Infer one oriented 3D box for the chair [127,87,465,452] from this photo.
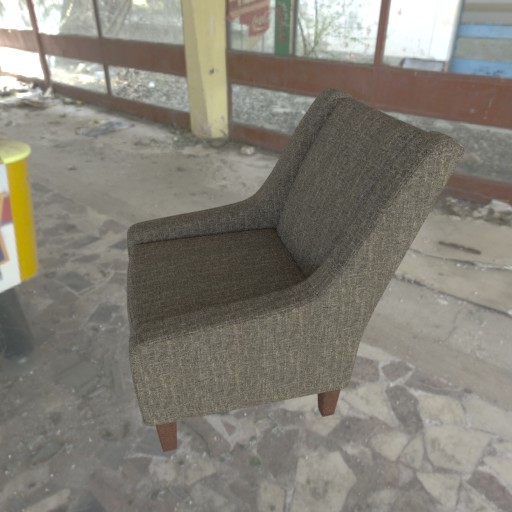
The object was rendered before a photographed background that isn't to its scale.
[{"bbox_3d":[0.000,0.000,1.620,0.944,1.012,0.793,-8,31,-12],"label":"chair"}]
